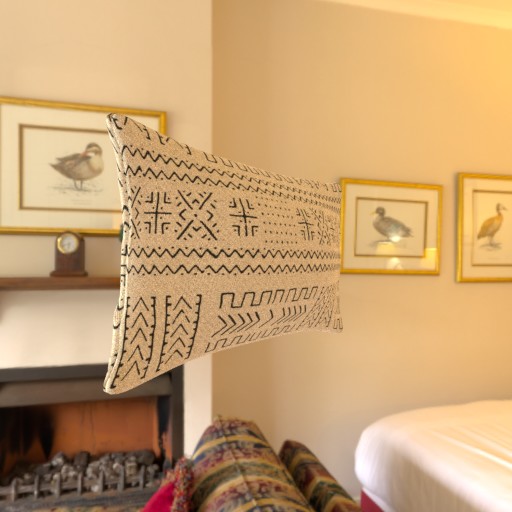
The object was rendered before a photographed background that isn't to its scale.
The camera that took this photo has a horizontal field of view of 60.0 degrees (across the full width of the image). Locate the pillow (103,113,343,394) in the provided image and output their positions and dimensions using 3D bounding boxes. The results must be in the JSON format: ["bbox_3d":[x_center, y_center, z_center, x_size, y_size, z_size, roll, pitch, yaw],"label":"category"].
[{"bbox_3d":[0.000,0.000,0.798,0.188,0.352,0.637,-1,-1,37],"label":"pillow"}]
